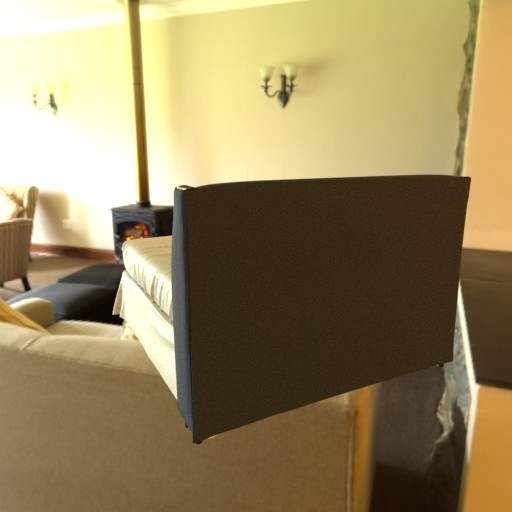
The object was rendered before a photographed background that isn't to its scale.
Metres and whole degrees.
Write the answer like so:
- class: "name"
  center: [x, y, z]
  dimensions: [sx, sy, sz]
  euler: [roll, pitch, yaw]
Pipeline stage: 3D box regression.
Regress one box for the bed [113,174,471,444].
- class: "bed"
  center: [0.000, 0.000, 3.475]
  dimensions: [1.925, 1.332, 2.276]
  euler: [-7, 15, -27]
